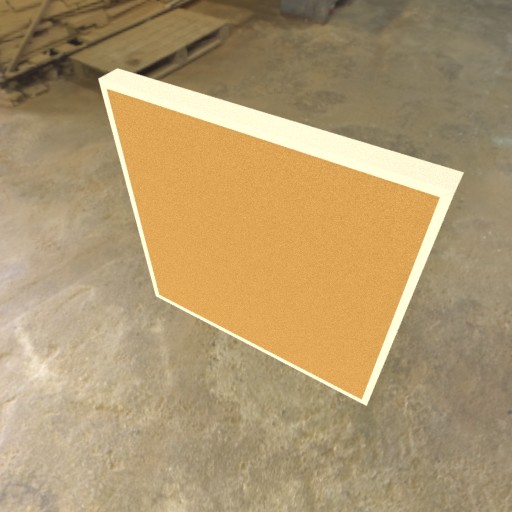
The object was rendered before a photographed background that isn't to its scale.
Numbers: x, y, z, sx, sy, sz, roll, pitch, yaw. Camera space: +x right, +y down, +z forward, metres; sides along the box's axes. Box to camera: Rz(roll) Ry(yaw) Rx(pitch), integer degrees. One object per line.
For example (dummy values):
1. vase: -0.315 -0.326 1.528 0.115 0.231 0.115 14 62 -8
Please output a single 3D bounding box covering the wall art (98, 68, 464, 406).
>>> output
1. wall art: 0.000 0.000 0.750 0.509 0.509 0.040 24 51 21
